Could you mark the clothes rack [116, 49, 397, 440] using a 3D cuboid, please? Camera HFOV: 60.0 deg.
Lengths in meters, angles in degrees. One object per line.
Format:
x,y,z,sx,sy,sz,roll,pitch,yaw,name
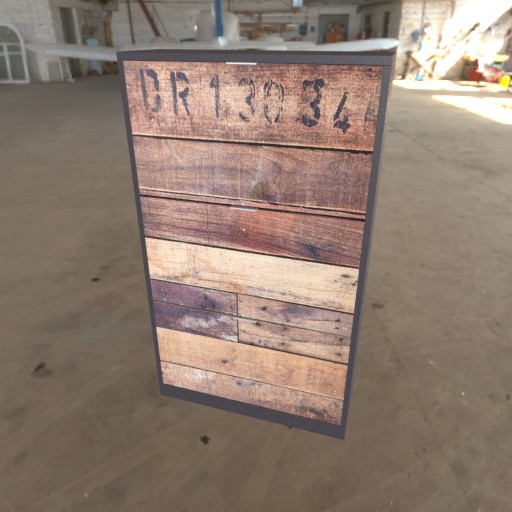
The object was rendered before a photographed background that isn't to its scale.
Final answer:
0.000,0.000,1.529,0.750,1.280,0.250,8,28,16,clothes rack
